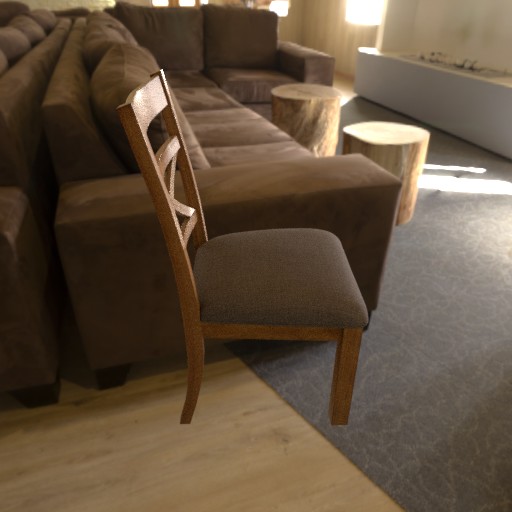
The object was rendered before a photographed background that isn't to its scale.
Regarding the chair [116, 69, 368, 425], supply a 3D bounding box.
[{"bbox_3d":[0.000,0.000,1.283,0.581,0.949,0.470,-1,31,-2],"label":"chair"}]
